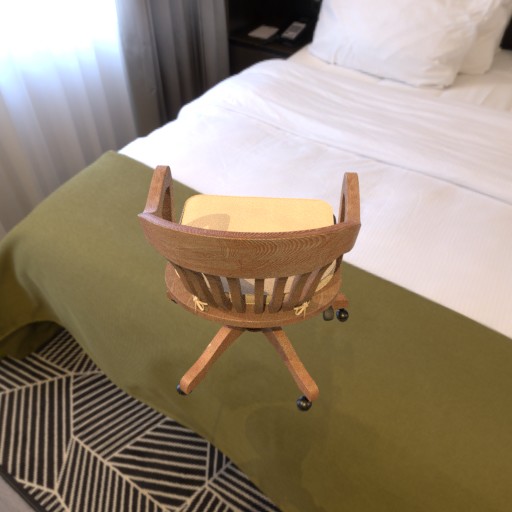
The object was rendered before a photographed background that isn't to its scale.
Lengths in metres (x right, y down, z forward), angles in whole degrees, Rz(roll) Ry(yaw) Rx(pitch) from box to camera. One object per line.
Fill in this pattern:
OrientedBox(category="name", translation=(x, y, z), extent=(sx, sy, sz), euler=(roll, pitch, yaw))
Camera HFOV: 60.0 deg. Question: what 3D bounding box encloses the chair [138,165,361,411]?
OrientedBox(category="chair", translation=(0.000, 0.000, 1.480), extent=(0.750, 0.878, 0.788), euler=(3, 45, 3))
